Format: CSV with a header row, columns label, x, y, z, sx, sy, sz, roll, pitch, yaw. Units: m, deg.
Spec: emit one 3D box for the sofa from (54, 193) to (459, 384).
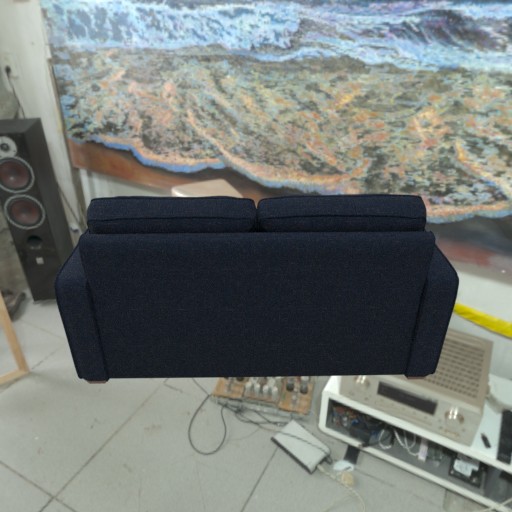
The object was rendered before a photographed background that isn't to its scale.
label,x,y,z,sx,sy,sz,roll,pitch,yaw
sofa,0.000,0.000,2.288,1.709,0.918,0.947,-1,31,-1
